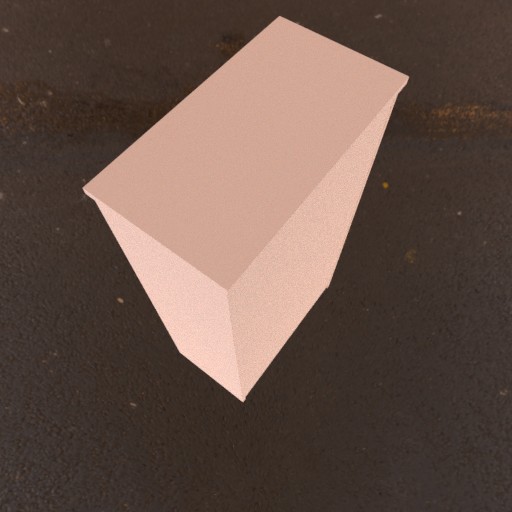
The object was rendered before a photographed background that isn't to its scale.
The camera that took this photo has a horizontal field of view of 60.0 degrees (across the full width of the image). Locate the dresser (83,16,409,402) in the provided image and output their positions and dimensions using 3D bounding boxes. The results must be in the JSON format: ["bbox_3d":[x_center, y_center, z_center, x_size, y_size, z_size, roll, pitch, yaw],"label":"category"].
[{"bbox_3d":[0.000,0.000,1.553,0.399,1.255,0.704,34,67,16],"label":"dresser"}]
